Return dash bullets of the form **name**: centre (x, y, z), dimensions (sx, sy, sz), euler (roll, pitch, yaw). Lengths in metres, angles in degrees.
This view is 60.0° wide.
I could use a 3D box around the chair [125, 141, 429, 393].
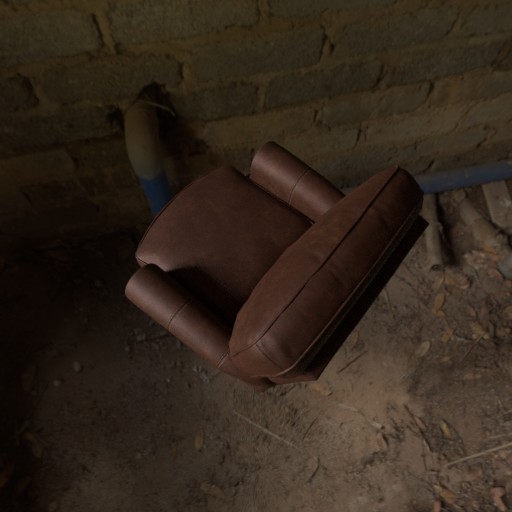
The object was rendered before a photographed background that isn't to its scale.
- **chair**: centre (0.000, 0.000, 1.838), dimensions (0.986, 1.018, 0.936), euler (36, 69, 16)
